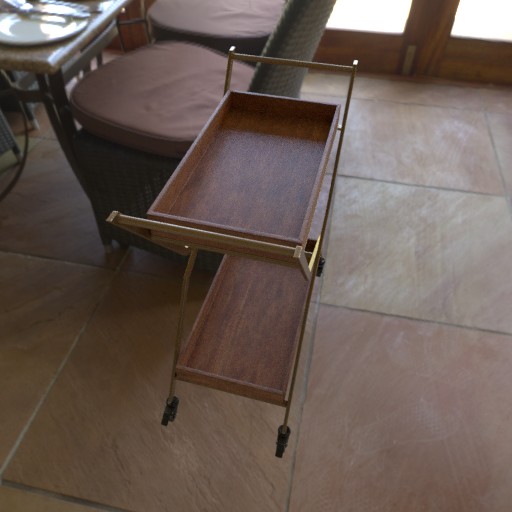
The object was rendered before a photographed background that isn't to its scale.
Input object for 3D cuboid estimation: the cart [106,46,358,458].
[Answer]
[{"bbox_3d":[0.000,0.000,1.335,0.405,0.869,0.836,11,48,10],"label":"cart"}]
